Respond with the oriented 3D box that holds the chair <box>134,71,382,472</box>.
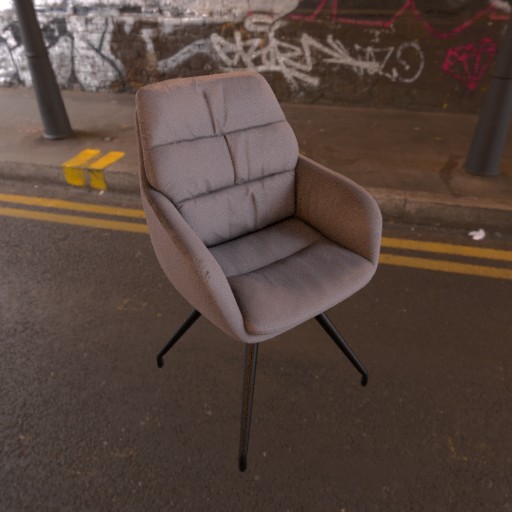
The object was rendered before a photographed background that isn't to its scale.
[{"bbox_3d":[0.000,0.000,1.237,0.579,0.888,0.569,-22,37,-31],"label":"chair"}]
